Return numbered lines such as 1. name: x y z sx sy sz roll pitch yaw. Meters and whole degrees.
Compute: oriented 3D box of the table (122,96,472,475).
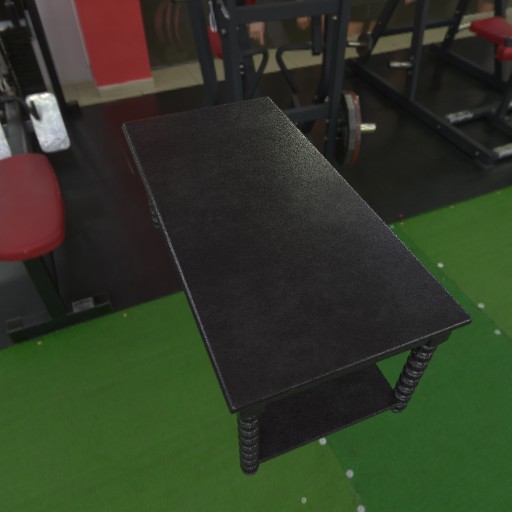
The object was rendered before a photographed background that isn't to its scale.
1. table: 0.000 0.000 1.457 0.580 0.487 1.171 -16 47 -15
